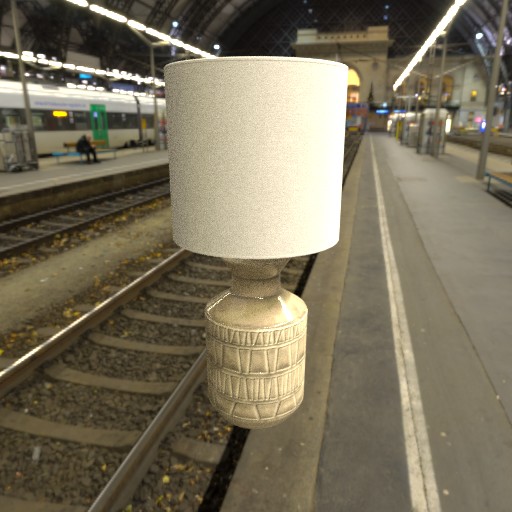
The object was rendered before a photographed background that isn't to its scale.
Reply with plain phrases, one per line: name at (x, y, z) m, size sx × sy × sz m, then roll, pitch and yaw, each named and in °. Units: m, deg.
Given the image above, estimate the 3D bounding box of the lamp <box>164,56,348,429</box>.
lamp at (0.000, 0.000, 0.583) m, size 0.211 × 0.455 × 0.211 m, roll -2°, pitch 17°, yaw -7°
